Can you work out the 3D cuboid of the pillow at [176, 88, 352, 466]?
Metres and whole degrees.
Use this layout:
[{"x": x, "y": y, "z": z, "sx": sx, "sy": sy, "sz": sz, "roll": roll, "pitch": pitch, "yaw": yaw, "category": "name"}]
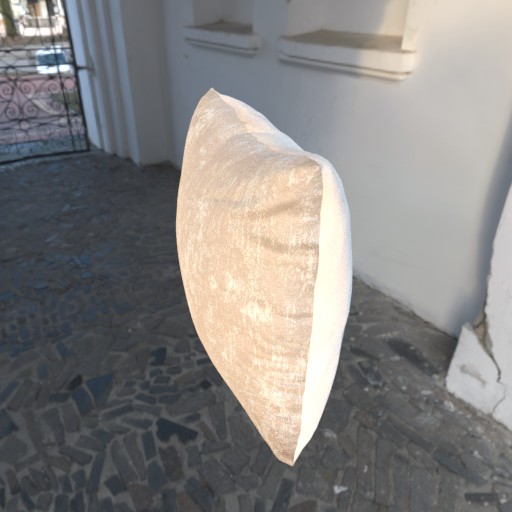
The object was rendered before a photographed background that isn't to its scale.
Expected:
[{"x": 0.000, "y": 0.000, "z": 0.711, "sx": 0.245, "sy": 0.448, "sz": 0.450, "roll": -8, "pitch": 31, "yaw": -14, "category": "pillow"}]
